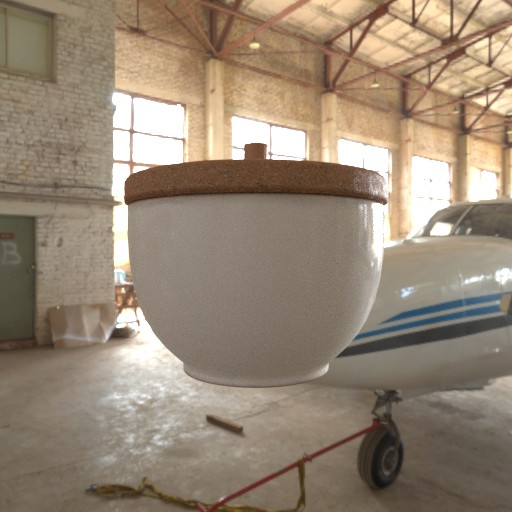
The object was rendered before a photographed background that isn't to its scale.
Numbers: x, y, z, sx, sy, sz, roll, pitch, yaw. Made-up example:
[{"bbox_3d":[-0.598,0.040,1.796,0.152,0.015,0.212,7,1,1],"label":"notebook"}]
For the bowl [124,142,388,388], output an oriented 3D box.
[{"bbox_3d":[0.000,0.000,0.221,0.126,0.110,0.126,0,1,0],"label":"bowl"}]
